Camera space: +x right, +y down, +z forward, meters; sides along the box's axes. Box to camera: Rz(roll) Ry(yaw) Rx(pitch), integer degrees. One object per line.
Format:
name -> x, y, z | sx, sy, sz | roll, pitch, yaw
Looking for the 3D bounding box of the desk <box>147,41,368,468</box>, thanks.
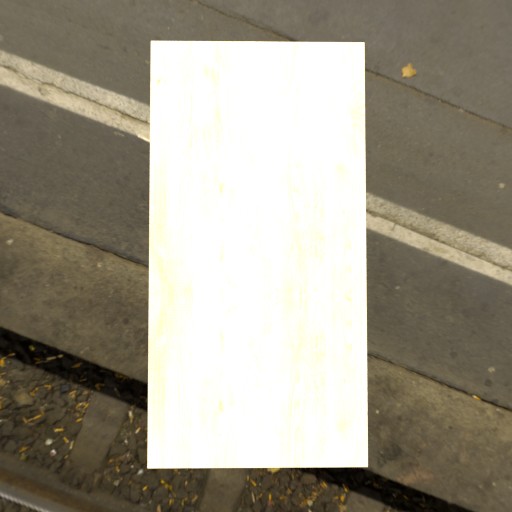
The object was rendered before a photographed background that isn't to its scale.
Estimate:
desk -> 0.000, 0.000, 1.508 | 0.560, 0.730, 1.100 | 0, 88, -1
